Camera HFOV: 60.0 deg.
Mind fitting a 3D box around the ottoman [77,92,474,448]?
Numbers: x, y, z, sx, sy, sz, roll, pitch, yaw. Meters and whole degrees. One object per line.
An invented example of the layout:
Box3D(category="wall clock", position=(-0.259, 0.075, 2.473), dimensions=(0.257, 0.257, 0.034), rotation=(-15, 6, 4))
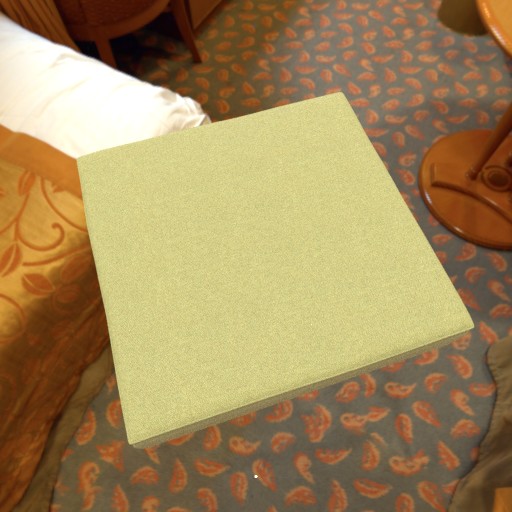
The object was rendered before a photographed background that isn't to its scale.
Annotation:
Box3D(category="ottoman", position=(0.000, 0.000, 1.523), dimensions=(1.004, 0.379, 0.968), rotation=(-16, 65, -8))
